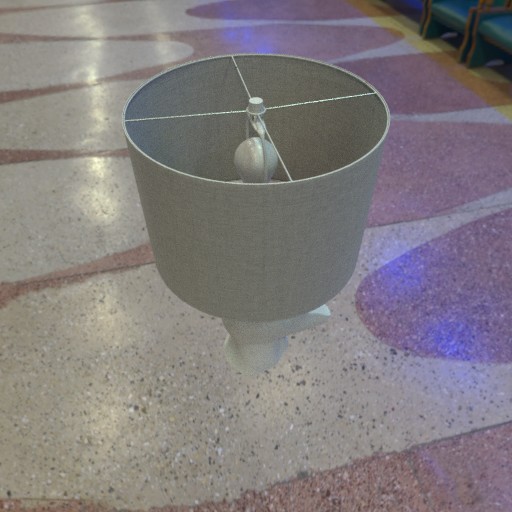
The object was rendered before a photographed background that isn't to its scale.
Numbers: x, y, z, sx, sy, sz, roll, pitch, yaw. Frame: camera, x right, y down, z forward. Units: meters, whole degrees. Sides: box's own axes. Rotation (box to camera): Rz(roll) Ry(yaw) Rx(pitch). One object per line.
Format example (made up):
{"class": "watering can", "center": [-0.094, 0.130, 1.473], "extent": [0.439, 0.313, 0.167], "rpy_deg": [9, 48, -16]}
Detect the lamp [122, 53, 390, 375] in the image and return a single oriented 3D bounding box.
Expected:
{"class": "lamp", "center": [0.000, 0.000, 0.680], "extent": [0.298, 0.503, 0.298], "rpy_deg": [-9, 47, -9]}
